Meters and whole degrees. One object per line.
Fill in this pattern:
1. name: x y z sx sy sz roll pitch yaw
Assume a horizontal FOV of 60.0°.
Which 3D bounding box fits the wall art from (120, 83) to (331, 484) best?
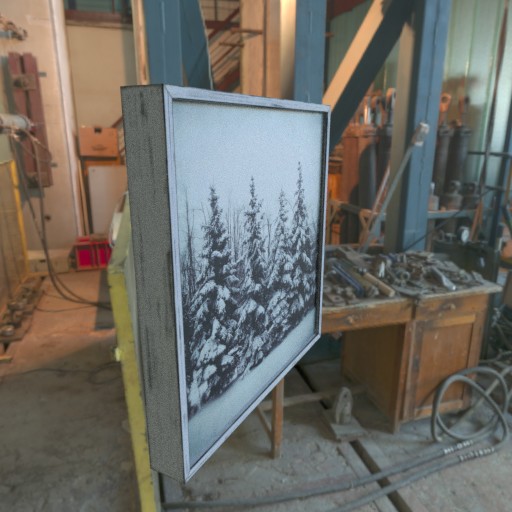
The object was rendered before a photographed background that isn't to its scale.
1. wall art: 0.000 0.000 0.452 0.036 0.303 0.303 9 18 28
